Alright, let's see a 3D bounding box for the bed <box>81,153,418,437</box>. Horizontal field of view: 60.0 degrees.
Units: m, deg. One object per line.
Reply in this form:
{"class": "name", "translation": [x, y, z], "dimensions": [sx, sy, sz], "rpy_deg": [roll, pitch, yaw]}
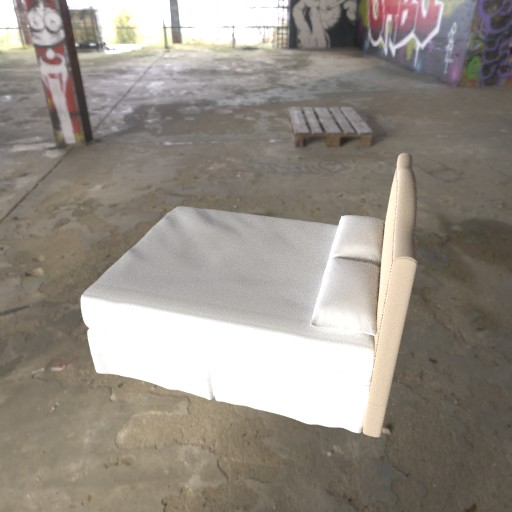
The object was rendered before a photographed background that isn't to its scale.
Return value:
{"class": "bed", "translation": [0.000, 0.000, 3.415], "dimensions": [2.143, 1.460, 1.753], "rpy_deg": [8, 31, 14]}
